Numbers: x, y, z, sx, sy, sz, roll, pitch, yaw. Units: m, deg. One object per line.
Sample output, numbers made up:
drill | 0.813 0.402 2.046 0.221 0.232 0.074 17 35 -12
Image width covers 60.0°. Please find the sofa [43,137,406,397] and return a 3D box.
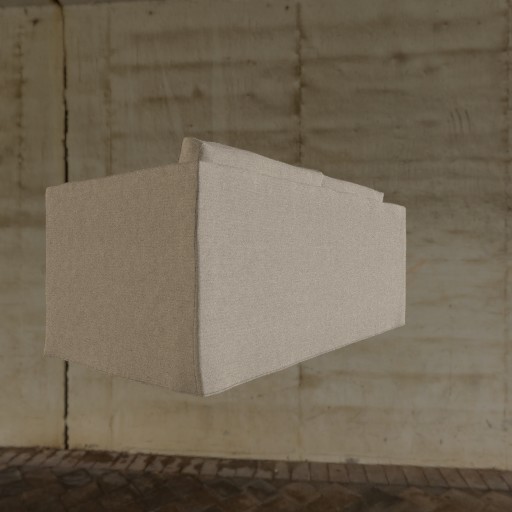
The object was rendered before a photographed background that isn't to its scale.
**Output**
sofa | 0.000 0.000 2.259 0.956 0.828 1.766 0 1 38
